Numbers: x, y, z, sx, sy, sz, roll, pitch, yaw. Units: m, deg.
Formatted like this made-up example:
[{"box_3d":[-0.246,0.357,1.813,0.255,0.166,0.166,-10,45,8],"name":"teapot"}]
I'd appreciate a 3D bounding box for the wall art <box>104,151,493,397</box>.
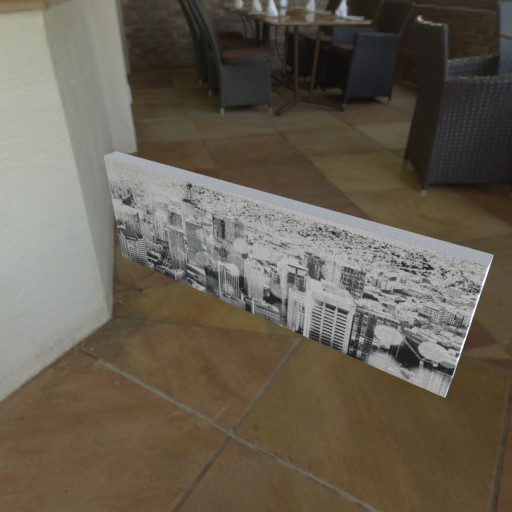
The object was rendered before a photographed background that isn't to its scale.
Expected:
[{"box_3d":[0.000,0.000,0.844,0.763,0.255,0.038,20,37,29],"name":"wall art"}]
